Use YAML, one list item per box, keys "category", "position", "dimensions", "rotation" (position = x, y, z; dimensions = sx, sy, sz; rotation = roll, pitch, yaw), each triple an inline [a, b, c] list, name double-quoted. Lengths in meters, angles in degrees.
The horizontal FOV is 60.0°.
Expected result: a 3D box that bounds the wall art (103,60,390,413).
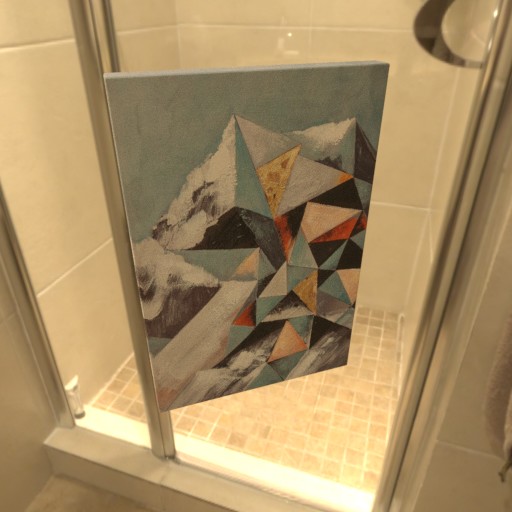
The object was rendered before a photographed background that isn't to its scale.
- category: "wall art"
  position: [0.000, 0.000, 1.155]
  dimensions: [0.609, 0.911, 0.061]
  rotation: [-10, 32, -16]
